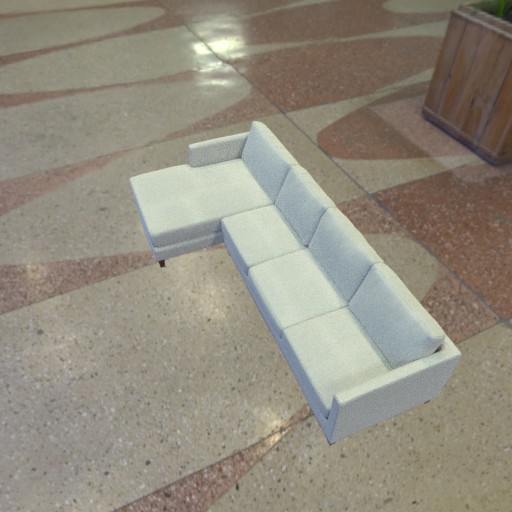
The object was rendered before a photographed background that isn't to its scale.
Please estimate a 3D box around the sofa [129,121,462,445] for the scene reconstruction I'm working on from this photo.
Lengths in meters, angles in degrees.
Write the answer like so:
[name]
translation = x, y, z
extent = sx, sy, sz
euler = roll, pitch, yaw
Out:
[sofa]
translation = 0.000, 0.000, 3.879
extent = 1.625, 0.861, 3.186
euler = -17, 48, -16
